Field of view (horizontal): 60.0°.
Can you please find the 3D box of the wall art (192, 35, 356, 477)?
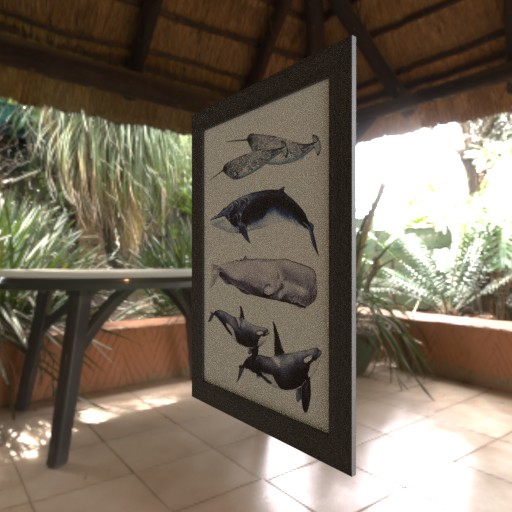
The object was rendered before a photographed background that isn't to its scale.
[{"bbox_3d":[0.000,0.000,1.445,0.016,1.116,0.810,0,0,-38],"label":"wall art"}]
